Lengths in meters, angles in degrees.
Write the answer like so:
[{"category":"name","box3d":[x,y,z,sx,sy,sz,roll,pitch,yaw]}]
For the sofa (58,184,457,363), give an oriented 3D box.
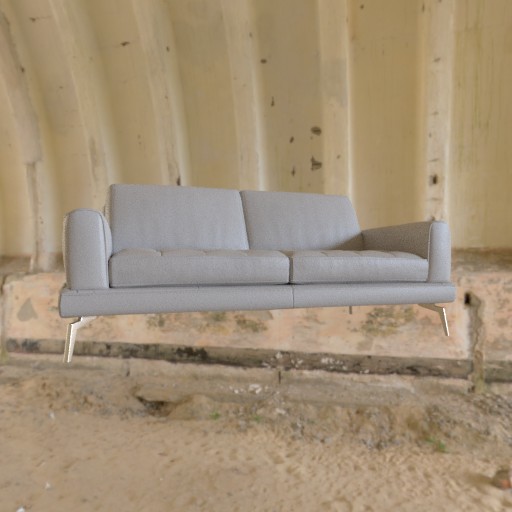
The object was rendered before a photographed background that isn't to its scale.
[{"category":"sofa","box3d":[0.000,0.000,2.748,2.177,0.930,1.121,0,-1,-19]}]
